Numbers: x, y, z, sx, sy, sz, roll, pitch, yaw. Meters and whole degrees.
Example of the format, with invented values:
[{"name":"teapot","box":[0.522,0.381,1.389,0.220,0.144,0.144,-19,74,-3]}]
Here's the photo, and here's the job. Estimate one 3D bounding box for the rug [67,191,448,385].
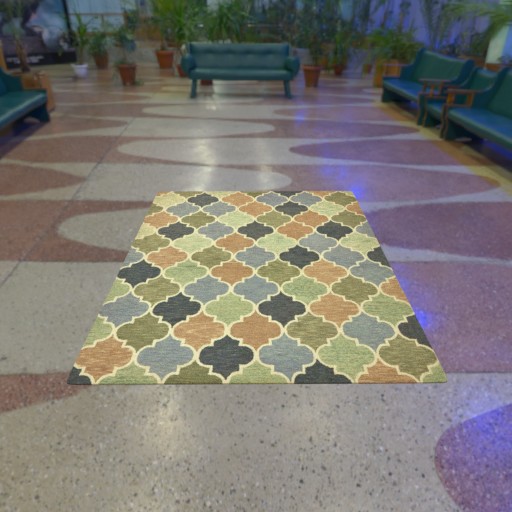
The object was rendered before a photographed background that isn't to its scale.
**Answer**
[{"name":"rug","box":[0.000,0.000,4.191,2.439,0.013,3.200,0,30,0]}]
